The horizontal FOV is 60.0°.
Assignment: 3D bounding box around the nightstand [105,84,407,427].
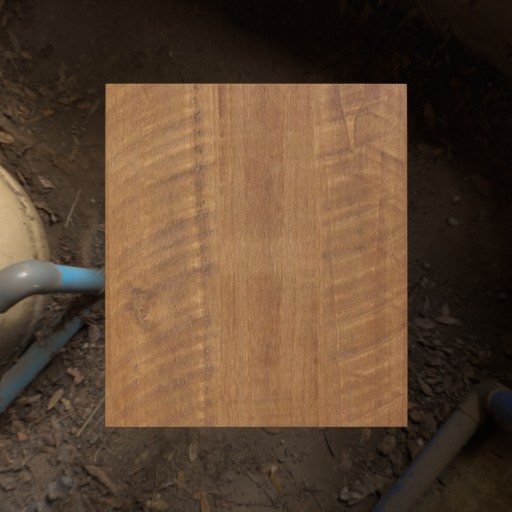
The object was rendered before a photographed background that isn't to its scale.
[{"bbox_3d":[0.000,0.000,0.878,0.436,0.491,0.493,0,90,0],"label":"nightstand"}]
